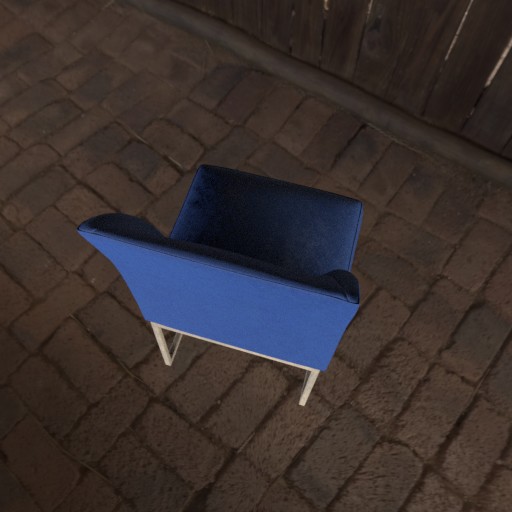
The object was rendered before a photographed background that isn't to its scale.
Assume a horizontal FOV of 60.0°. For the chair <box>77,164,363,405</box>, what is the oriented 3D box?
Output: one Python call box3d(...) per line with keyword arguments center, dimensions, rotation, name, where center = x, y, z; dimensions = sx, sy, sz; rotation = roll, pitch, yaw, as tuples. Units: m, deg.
box3d(center=(0.000, 0.000, 1.177), dimensions=(0.508, 0.863, 0.522), rotation=(15, 64, 7), name="chair")
